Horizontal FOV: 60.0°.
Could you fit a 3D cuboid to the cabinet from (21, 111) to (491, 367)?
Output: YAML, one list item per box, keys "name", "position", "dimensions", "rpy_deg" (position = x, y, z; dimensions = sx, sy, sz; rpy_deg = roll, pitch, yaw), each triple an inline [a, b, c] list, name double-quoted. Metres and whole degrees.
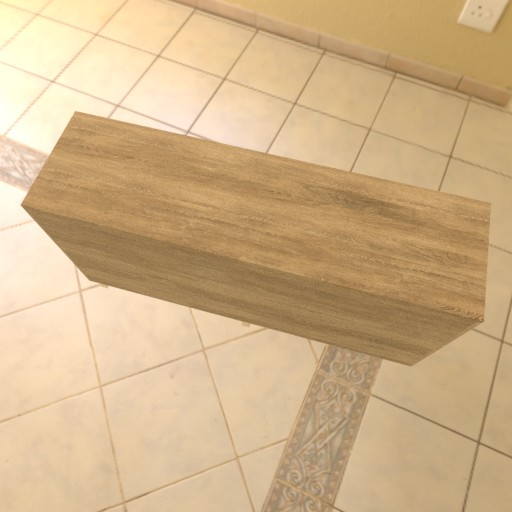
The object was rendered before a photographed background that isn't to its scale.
- name: "cabinet"
  position: [0.000, 0.000, 1.959]
  dimensions: [1.600, 0.870, 0.450]
  rpy_deg: [14, 66, 6]
